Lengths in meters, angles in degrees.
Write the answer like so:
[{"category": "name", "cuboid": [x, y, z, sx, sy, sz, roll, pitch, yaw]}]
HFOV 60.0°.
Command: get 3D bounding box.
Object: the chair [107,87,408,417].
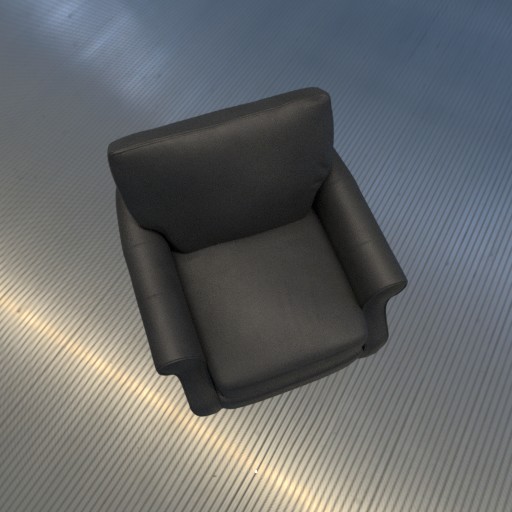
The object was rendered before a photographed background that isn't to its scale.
[{"category": "chair", "cuboid": [0.000, 0.000, 1.811, 1.015, 0.960, 1.027, -13, 65, -6]}]
